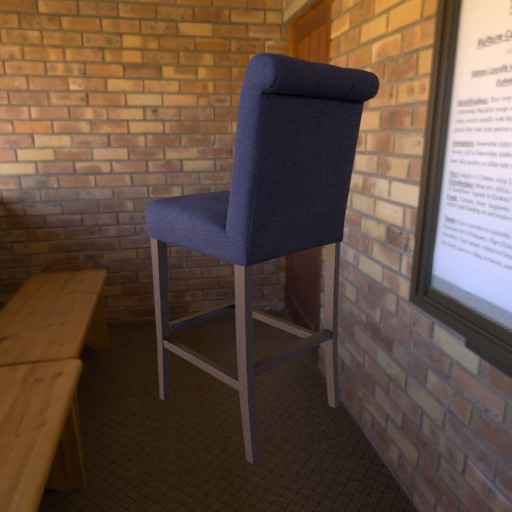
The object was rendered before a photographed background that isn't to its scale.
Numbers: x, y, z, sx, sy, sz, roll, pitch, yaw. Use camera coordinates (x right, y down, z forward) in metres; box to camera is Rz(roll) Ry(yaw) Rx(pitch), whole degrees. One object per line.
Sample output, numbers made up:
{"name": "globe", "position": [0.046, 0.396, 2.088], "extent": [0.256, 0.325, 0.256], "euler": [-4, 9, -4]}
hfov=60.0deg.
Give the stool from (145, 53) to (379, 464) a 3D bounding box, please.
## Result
{"name": "stool", "position": [0.000, 0.000, 1.476], "extent": [0.493, 1.140, 0.601], "euler": [-14, 20, -42]}
